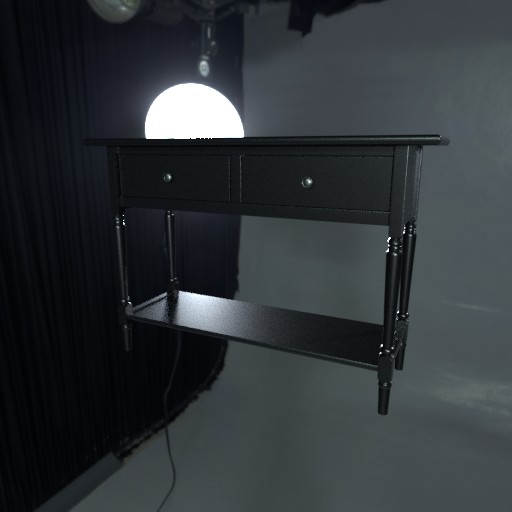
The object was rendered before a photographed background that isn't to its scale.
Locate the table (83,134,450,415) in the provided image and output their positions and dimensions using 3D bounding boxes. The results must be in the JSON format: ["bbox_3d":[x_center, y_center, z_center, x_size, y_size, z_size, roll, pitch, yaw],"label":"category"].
[{"bbox_3d":[0.000,0.000,1.595,1.191,0.819,0.386,7,15,25],"label":"table"}]
